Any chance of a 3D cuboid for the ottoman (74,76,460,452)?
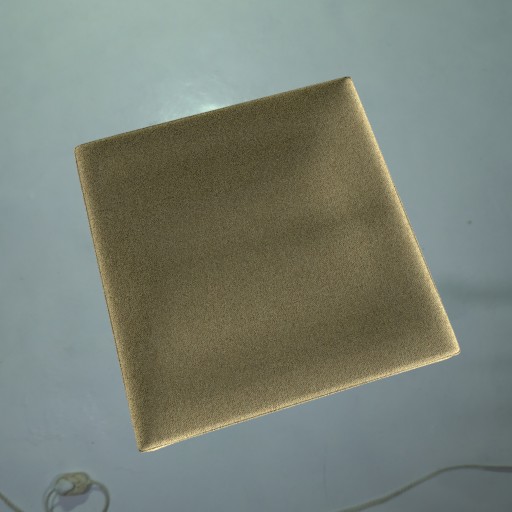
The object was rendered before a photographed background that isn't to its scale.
[{"bbox_3d":[0.000,0.000,1.511,0.970,0.378,0.981,-16,76,-4],"label":"ottoman"}]
